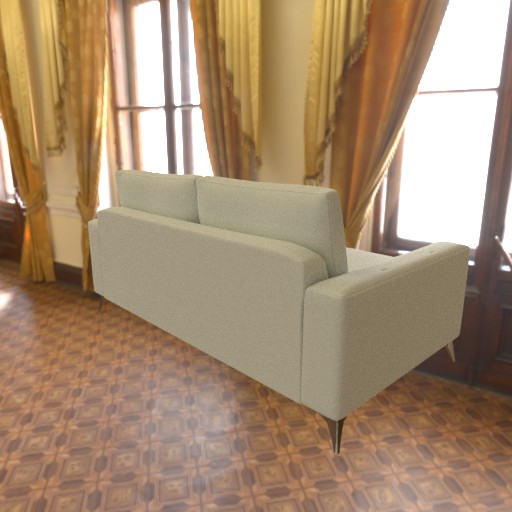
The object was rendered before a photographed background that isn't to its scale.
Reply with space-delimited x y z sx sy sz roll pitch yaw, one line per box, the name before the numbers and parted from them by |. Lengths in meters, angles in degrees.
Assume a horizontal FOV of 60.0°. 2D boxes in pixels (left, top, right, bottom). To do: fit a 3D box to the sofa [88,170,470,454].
sofa | 0.000 0.000 2.111 0.920 0.790 1.650 -14 20 -42
